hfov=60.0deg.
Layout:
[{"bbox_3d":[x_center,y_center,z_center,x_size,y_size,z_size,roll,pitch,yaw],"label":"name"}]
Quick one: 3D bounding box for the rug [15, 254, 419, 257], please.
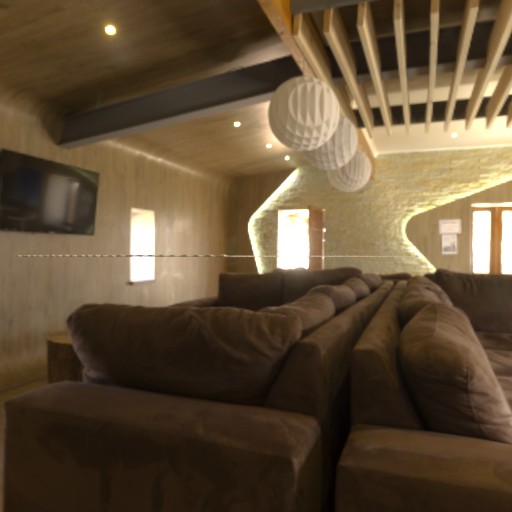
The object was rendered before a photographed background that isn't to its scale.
[{"bbox_3d":[0.000,0.000,2.492,1.222,0.009,2.084,0,0,36],"label":"rug"}]
